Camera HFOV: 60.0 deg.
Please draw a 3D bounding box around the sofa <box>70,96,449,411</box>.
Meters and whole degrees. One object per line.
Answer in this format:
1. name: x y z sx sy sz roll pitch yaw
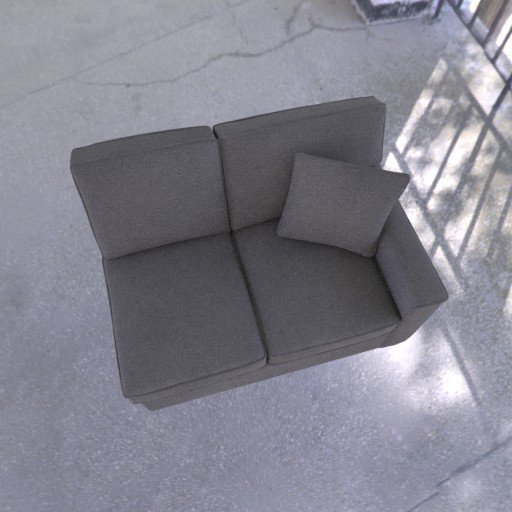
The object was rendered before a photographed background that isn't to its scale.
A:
1. sofa: 0.000 0.000 2.063 1.388 0.989 0.991 -14 63 -7
